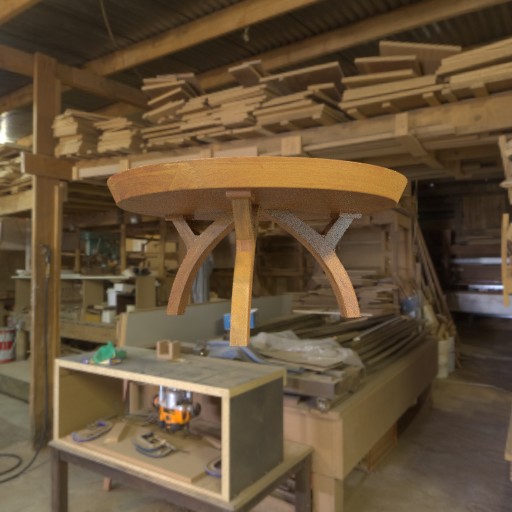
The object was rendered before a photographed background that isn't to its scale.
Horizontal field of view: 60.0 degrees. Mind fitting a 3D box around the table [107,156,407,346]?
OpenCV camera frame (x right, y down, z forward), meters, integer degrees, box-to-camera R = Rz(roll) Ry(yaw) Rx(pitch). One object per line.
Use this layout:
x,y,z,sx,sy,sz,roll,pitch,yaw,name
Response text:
0.000,0.000,1.566,1.016,0.470,1.016,0,-1,0,table
